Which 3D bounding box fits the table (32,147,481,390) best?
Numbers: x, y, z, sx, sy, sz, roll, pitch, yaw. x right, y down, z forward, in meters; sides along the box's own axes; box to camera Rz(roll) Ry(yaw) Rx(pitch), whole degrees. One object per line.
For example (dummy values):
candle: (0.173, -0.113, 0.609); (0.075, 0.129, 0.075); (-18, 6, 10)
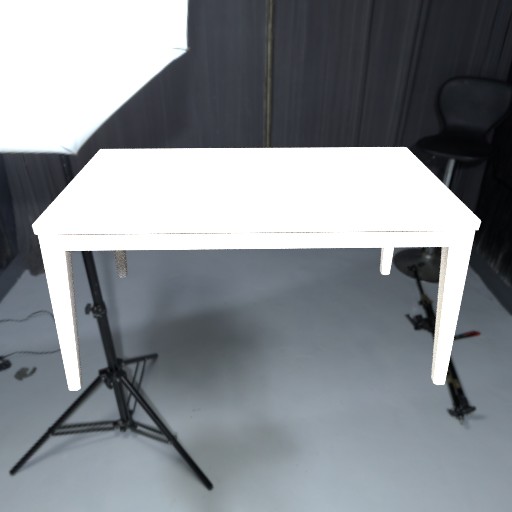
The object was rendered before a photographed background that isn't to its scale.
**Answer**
table: (0.000, 0.000, 2.068); (1.600, 0.760, 0.900); (-1, 31, -1)
